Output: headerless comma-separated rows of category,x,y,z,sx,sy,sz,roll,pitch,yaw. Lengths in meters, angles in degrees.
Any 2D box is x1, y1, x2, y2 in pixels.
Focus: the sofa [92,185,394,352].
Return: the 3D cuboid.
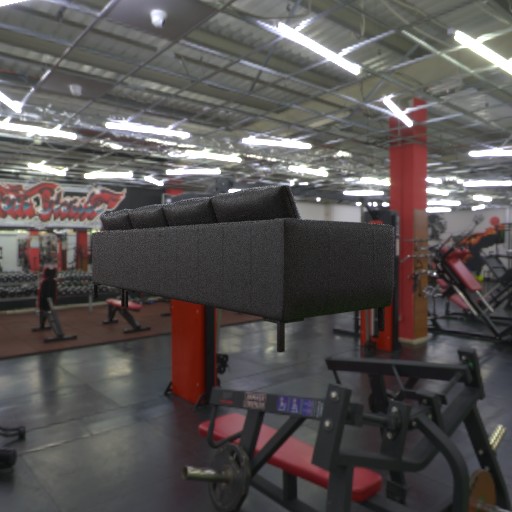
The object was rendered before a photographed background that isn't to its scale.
sofa,0.000,0.000,3.878,1.938,0.877,2.984,-1,2,-38
